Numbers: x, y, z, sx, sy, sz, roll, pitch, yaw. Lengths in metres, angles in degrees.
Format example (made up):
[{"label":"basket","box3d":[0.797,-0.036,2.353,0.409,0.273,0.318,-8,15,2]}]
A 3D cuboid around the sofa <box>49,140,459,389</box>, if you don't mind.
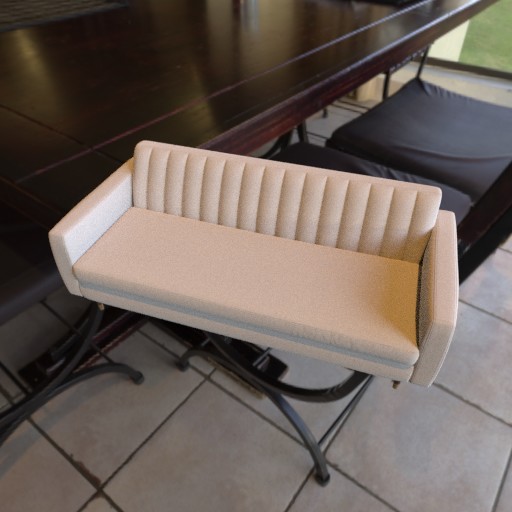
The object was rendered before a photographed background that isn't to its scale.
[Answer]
[{"label":"sofa","box3d":[0.000,0.000,2.757,2.291,0.821,0.990,12,42,14]}]
